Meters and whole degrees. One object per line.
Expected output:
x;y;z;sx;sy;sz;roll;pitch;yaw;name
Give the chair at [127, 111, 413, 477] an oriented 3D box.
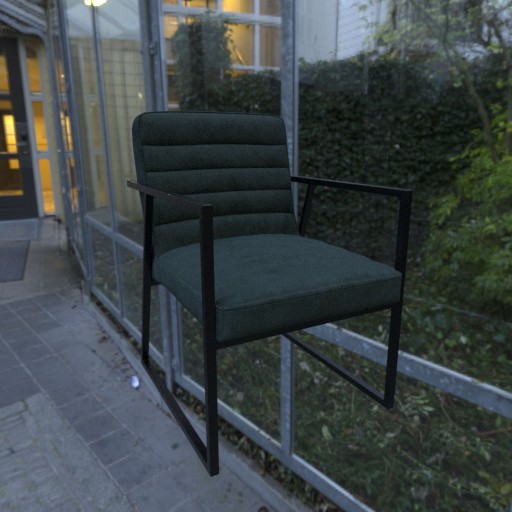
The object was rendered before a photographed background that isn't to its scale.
0.000;0.000;1.296;0.571;0.833;0.677;-8;16;-27;chair
